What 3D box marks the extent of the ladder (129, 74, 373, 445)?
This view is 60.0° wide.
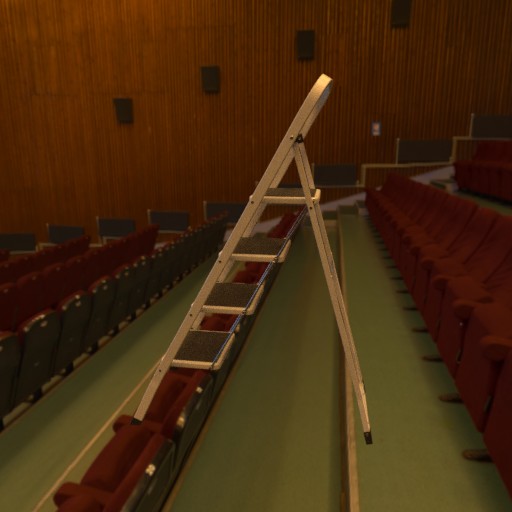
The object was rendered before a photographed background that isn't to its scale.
[{"bbox_3d":[0.000,0.000,1.703,0.914,1.265,0.460,2,14,9],"label":"ladder"}]
